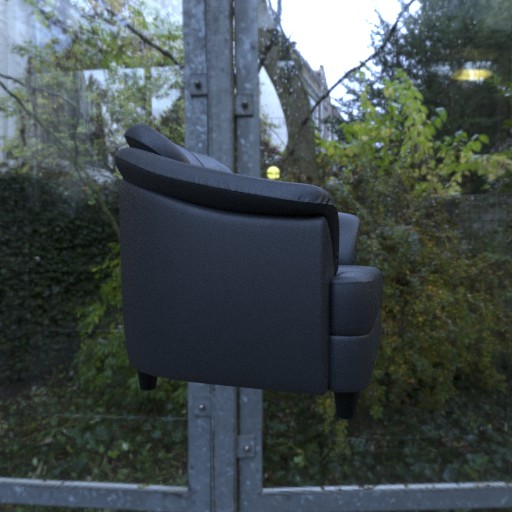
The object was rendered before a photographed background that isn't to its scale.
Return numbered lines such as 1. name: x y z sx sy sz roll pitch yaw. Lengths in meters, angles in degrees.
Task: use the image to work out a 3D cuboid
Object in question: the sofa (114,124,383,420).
1. sofa: 0.000 0.000 1.472 0.794 0.811 0.870 0 0 18
